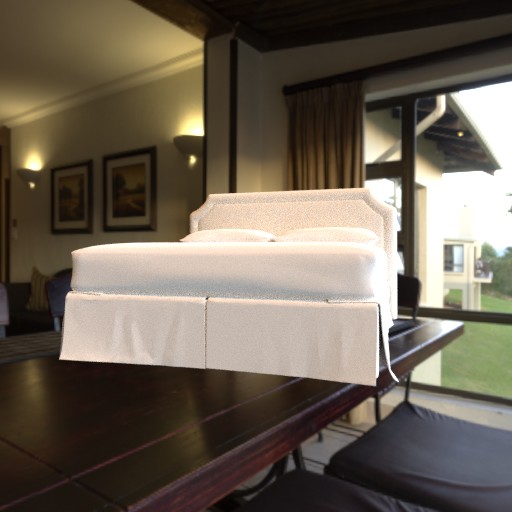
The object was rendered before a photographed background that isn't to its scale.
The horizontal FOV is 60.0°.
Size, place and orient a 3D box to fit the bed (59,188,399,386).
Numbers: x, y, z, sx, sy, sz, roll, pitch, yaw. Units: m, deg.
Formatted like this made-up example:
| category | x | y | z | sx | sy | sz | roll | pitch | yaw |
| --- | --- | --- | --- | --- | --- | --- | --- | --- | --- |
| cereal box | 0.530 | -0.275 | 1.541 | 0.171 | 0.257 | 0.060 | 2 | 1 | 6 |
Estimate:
| category | x | y | z | sx | sy | sz | roll | pitch | yaw |
| --- | --- | --- | --- | --- | --- | --- | --- | --- | --- |
| bed | 0.000 | 0.000 | 3.536 | 2.160 | 1.301 | 2.204 | 0 | 1 | 17 |
